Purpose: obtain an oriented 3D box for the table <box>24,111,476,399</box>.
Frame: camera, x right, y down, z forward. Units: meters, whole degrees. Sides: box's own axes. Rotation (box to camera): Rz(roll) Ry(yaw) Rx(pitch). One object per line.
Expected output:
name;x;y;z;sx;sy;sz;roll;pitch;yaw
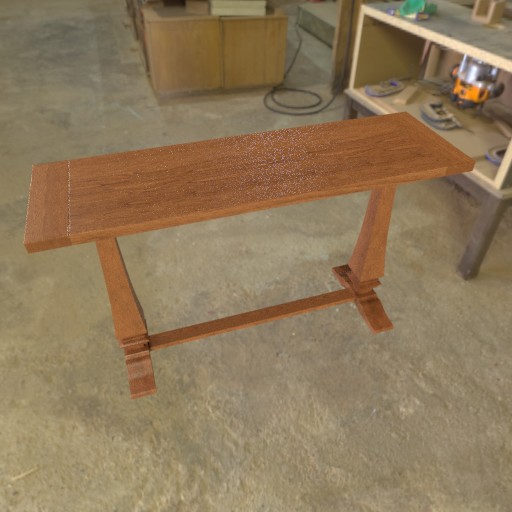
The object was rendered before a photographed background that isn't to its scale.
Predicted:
table;0.000;0.000;1.821;1.478;0.852;0.461;-12;43;-13
